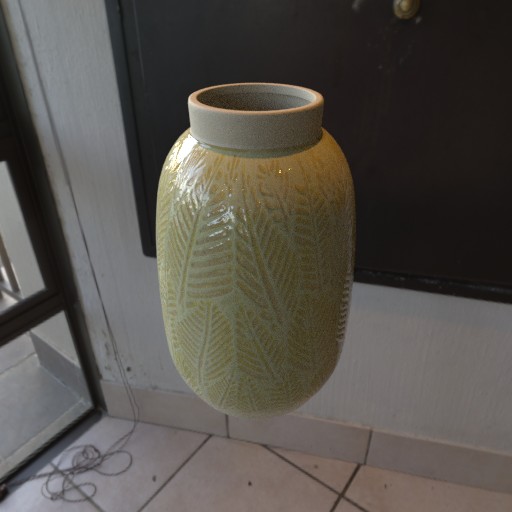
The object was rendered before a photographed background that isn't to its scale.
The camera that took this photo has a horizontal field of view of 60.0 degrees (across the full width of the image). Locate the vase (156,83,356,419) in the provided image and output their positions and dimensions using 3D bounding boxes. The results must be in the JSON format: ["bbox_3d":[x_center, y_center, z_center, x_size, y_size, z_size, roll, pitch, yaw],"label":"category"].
[{"bbox_3d":[0.000,0.000,0.388,0.172,0.270,0.172,0,32,0],"label":"vase"}]
